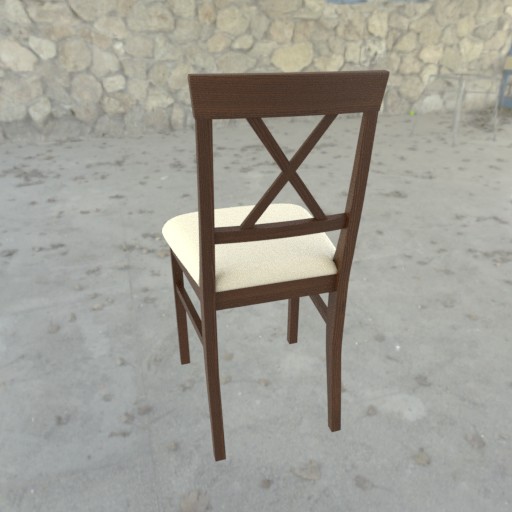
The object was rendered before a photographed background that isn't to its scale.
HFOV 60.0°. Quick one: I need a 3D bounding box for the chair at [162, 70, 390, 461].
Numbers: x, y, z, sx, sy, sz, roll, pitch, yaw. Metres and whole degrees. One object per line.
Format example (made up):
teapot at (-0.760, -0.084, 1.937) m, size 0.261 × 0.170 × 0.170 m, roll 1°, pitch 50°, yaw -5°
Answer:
chair at (0.000, 0.000, 1.156) m, size 0.440 × 0.913 × 0.480 m, roll -8°, pitch 27°, yaw -15°
